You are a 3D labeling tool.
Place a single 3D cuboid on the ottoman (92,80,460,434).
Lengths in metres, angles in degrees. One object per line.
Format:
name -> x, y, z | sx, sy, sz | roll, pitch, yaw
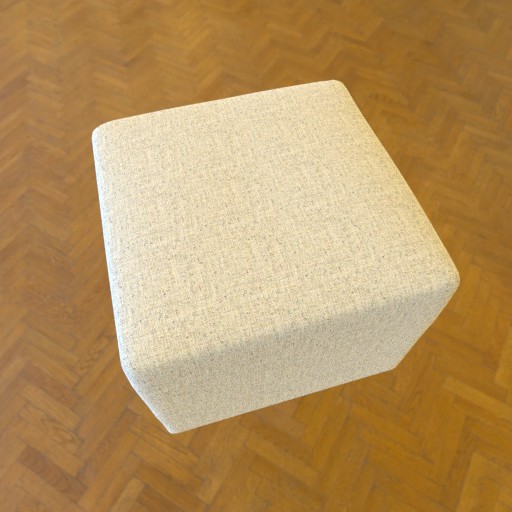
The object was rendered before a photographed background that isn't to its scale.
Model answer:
ottoman -> 0.000, 0.000, 0.908 | 0.521, 0.453, 0.512 | -14, 59, -9
